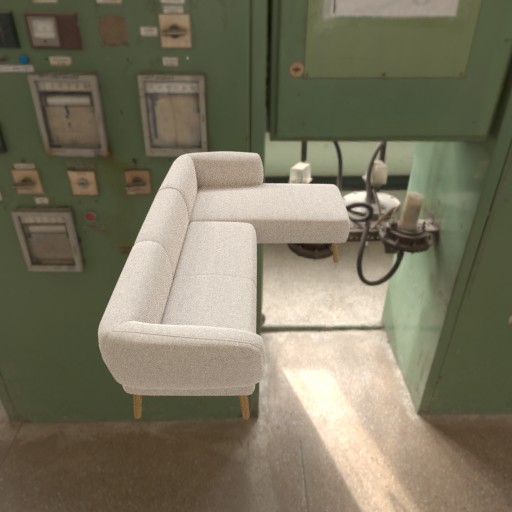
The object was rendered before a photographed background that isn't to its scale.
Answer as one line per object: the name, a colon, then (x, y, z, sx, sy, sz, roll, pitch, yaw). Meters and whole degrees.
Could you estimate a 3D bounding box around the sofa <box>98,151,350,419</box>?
sofa: (0.000, 0.000, 3.334, 1.610, 0.730, 2.660, 0, 32, 0)
